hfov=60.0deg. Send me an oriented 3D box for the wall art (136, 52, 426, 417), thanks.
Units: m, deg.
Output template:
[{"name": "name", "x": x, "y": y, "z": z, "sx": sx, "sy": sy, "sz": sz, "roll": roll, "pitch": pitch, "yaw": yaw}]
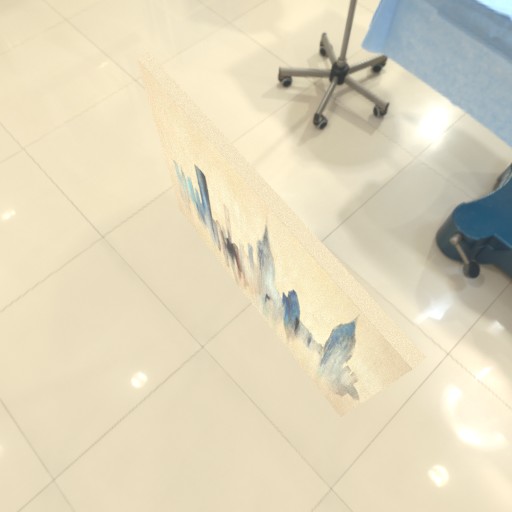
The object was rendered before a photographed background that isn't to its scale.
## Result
[{"name": "wall art", "x": 0.000, "y": 0.000, "z": 1.341, "sx": 0.038, "sy": 0.762, "sz": 1.016, "roll": -34, "pitch": 68, "yaw": -15}]
